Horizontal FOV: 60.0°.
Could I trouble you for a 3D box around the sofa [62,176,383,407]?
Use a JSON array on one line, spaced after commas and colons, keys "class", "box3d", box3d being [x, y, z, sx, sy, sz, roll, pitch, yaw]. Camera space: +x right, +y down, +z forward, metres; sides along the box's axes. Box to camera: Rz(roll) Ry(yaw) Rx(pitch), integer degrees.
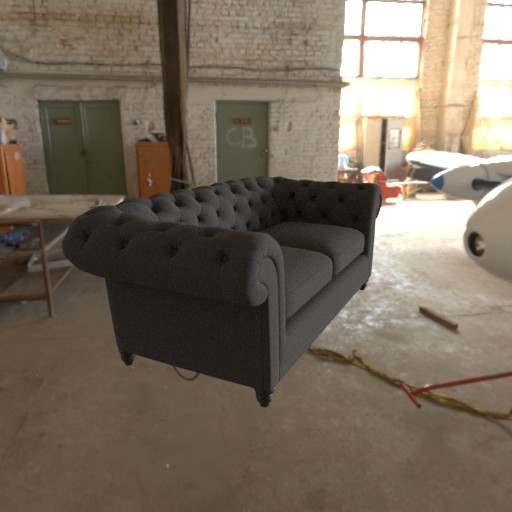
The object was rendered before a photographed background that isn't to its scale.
[{"class": "sofa", "box3d": [0.000, 0.000, 2.538, 0.986, 0.764, 1.998, 8, 17, 26]}]
